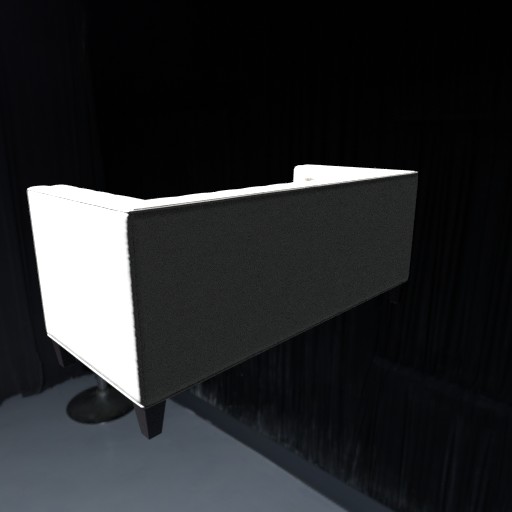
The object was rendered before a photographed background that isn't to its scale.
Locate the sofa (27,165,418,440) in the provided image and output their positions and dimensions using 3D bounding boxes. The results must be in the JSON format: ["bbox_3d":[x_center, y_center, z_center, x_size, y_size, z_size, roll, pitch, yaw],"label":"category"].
[{"bbox_3d":[0.000,0.000,2.178,0.775,0.762,1.778,15,21,42],"label":"sofa"}]
